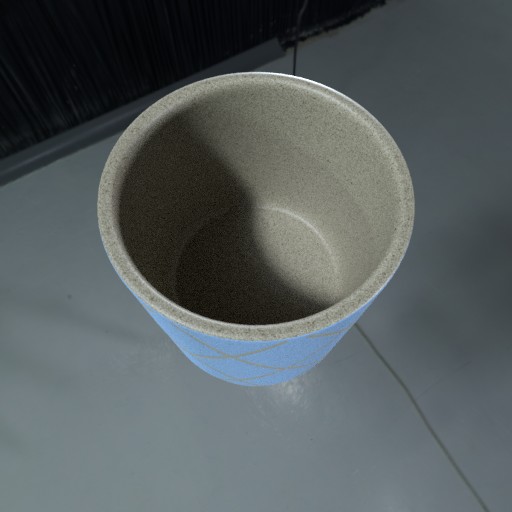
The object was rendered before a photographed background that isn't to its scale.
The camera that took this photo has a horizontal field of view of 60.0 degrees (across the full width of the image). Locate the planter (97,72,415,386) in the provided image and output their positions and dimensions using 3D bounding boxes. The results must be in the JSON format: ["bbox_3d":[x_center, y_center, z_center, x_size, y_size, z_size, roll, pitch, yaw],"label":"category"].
[{"bbox_3d":[0.000,0.000,0.357,0.191,0.200,0.191,0,65,0],"label":"planter"}]
